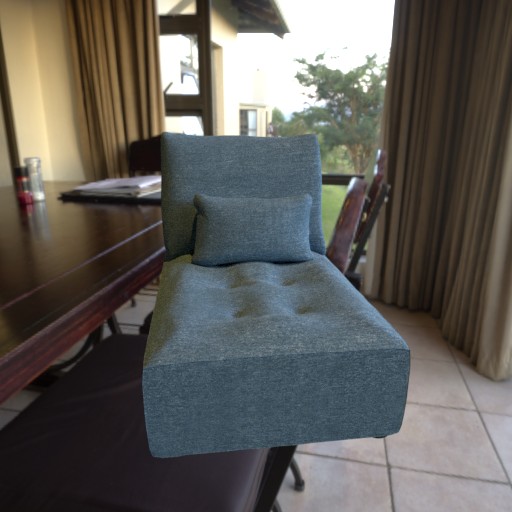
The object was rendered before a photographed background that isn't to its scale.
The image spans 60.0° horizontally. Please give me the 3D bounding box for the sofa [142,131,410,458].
[{"bbox_3d":[0.000,0.000,1.561,0.700,0.820,1.000,-2,18,-7],"label":"sofa"}]
